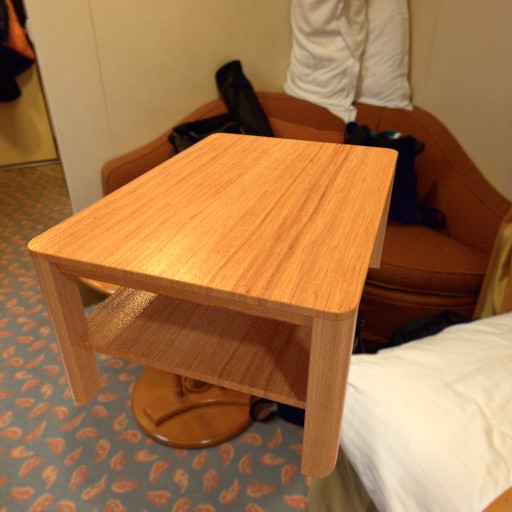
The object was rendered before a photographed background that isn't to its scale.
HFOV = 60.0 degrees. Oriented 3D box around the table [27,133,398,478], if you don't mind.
[{"bbox_3d":[0.000,0.000,1.338,0.696,0.445,0.997,10,31,17],"label":"table"}]
